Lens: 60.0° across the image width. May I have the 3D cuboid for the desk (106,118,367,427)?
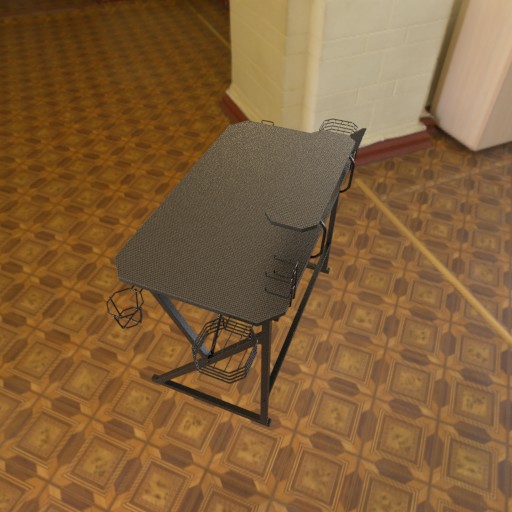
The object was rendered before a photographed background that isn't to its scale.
[{"bbox_3d":[0.000,0.000,1.733,0.580,0.880,1.290,16,48,15],"label":"desk"}]
